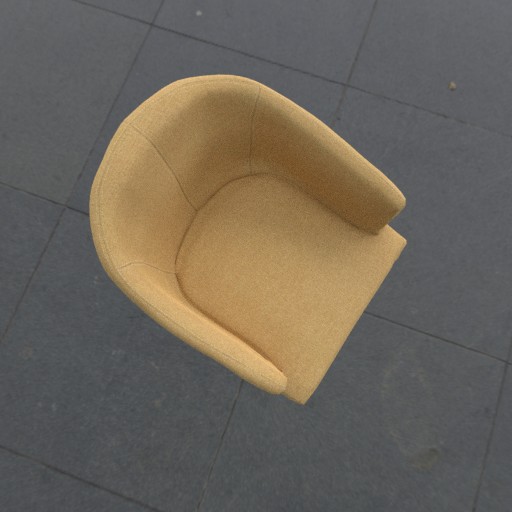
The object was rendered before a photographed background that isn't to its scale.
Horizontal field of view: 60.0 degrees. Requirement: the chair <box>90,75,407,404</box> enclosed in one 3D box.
[{"bbox_3d":[0.000,0.000,1.232,0.655,0.811,0.583,34,79,8],"label":"chair"}]
